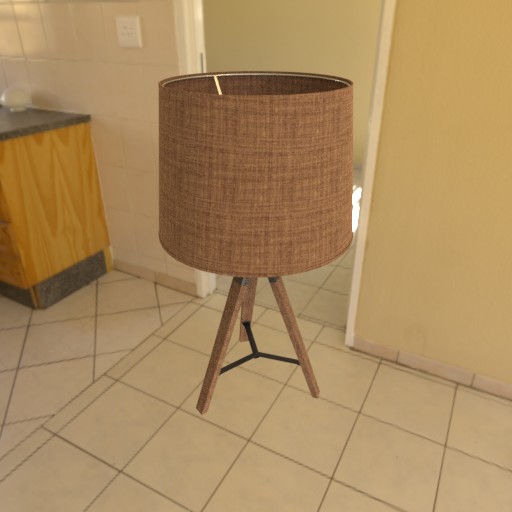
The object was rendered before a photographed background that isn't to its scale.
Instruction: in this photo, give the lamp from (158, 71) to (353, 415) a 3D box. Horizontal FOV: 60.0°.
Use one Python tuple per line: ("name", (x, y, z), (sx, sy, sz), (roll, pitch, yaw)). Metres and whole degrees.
("lamp", (0.000, 0.000, 0.695), (0.290, 0.514, 0.290), (0, 28, 0))
